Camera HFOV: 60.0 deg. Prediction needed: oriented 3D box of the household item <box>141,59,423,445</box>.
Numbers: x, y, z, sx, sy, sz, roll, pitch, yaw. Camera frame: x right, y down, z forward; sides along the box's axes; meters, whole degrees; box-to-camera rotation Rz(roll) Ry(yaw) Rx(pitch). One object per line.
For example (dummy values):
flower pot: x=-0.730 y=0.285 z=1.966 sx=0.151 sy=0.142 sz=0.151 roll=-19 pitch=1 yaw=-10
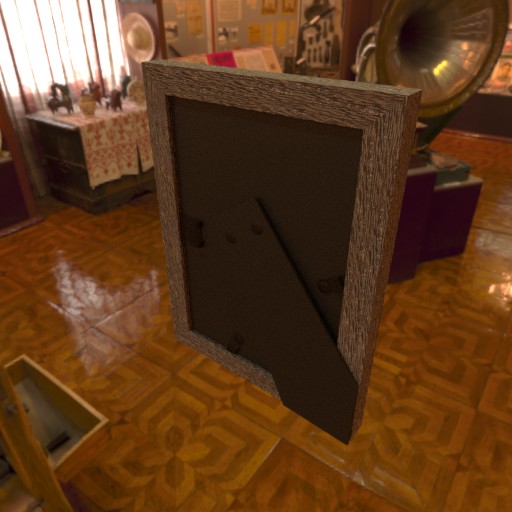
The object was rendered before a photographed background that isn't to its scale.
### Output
household item: x=0.000 y=0.000 z=0.273 sx=0.160 sy=0.210 sz=0.020 roll=21 pitch=37 yaw=32
